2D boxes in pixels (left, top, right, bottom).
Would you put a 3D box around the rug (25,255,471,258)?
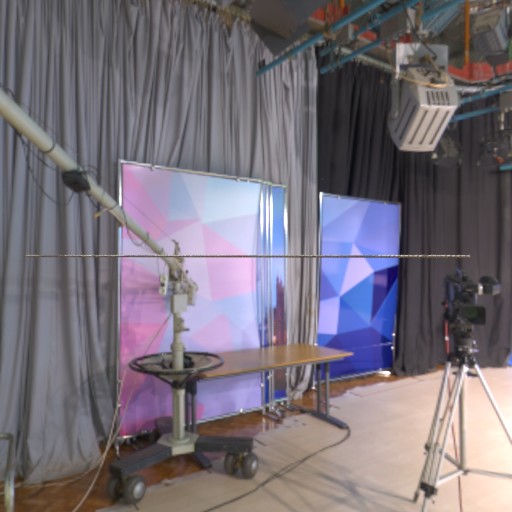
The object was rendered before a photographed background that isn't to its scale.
[{"bbox_3d":[0.000,0.000,3.024,2.435,0.011,1.517,0,0,17],"label":"rug"}]
